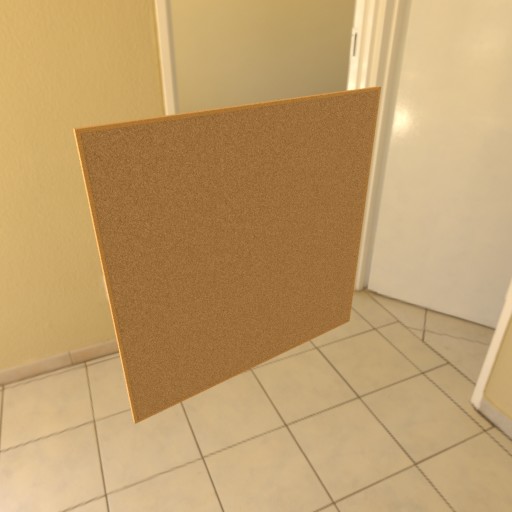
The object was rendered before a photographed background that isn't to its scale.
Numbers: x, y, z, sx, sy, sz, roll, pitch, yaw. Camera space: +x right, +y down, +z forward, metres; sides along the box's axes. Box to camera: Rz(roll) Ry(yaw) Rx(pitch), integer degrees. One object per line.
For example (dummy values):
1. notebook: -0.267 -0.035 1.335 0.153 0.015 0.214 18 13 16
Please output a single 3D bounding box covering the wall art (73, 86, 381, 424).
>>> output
1. wall art: 0.000 0.000 1.446 0.962 0.959 0.013 -19 35 -29
